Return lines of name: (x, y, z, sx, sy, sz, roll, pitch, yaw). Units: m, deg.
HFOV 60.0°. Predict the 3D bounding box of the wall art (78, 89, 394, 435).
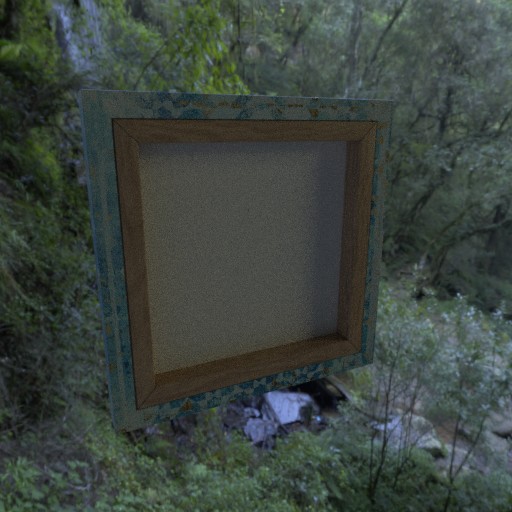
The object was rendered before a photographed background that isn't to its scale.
wall art: (0.000, 0.000, 0.597, 0.405, 0.405, 0.037, -7, 18, -25)
